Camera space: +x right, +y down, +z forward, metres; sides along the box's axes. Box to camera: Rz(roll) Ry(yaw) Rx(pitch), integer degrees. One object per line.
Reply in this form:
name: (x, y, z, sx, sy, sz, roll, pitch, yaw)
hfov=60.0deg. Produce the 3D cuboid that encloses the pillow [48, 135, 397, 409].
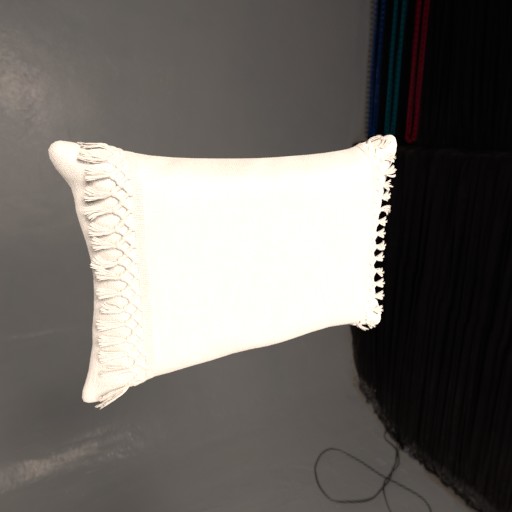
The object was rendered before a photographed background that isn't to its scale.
pillow: (0.000, 0.000, 0.584, 0.466, 0.305, 0.084, -9, 18, -27)
